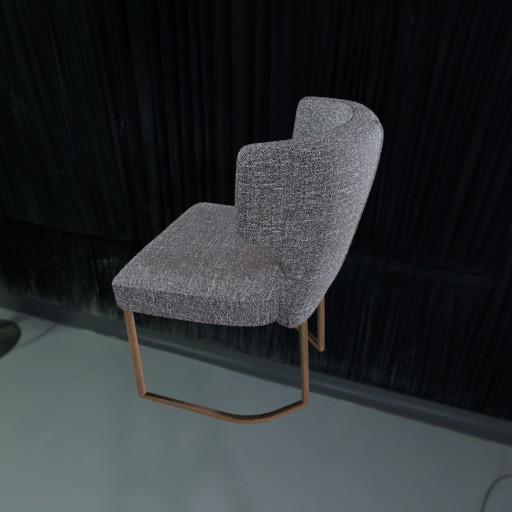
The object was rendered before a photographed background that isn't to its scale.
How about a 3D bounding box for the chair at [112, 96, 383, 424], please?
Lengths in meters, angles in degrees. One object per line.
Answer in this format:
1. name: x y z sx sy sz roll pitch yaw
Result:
1. chair: 0.000 0.000 1.289 0.617 0.824 0.611 9 31 15
